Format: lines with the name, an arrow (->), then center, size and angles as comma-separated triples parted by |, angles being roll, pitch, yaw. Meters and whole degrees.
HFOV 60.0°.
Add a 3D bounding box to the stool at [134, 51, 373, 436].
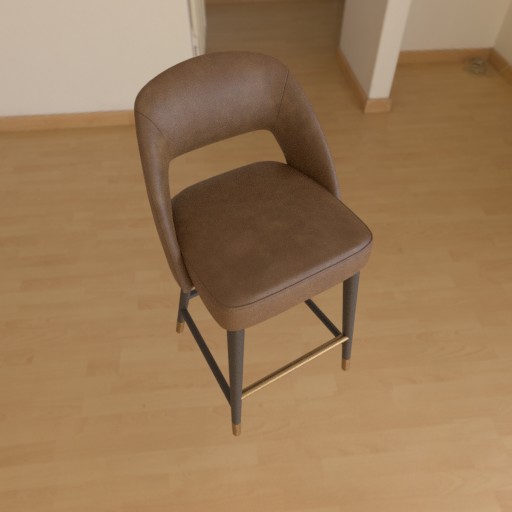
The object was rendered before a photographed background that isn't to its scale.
stool -> 0.000, 0.000, 1.245 | 0.494, 0.940, 0.509 | -24, 52, -20
